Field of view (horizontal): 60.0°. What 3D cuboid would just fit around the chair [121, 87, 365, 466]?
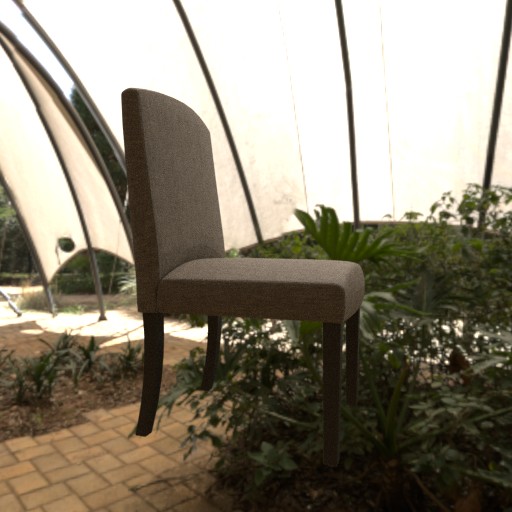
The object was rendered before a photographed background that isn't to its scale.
[{"bbox_3d":[0.000,0.000,1.239,0.580,0.917,0.451,0,1,19],"label":"chair"}]
